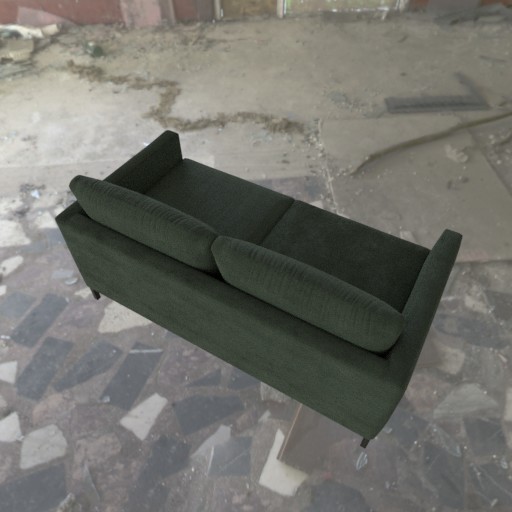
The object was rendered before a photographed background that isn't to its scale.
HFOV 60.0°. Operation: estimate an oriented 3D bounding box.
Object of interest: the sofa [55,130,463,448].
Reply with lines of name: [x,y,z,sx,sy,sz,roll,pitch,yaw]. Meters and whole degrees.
sofa: [0.000,0.000,2.155,1.676,0.817,0.875,24,52,20]
